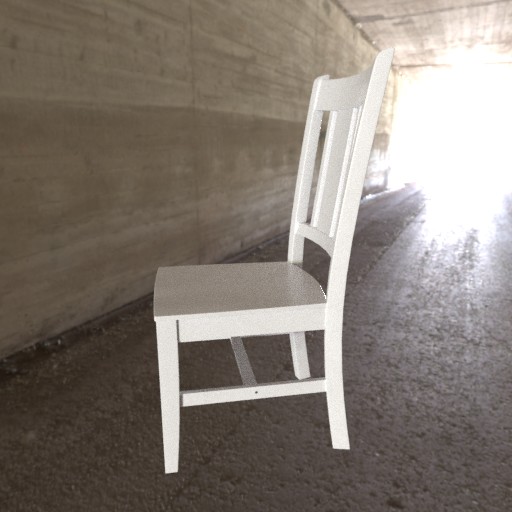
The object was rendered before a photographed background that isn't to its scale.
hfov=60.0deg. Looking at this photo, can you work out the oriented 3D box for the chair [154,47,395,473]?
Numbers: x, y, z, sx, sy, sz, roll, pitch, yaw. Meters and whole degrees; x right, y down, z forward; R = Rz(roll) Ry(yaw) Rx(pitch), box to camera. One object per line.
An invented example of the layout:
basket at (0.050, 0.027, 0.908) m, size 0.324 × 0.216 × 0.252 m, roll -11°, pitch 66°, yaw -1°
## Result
chair at (0.000, 0.000, 1.224) m, size 0.555 × 0.998 × 0.450 m, roll -3°, pitch 15°, yaw -10°
